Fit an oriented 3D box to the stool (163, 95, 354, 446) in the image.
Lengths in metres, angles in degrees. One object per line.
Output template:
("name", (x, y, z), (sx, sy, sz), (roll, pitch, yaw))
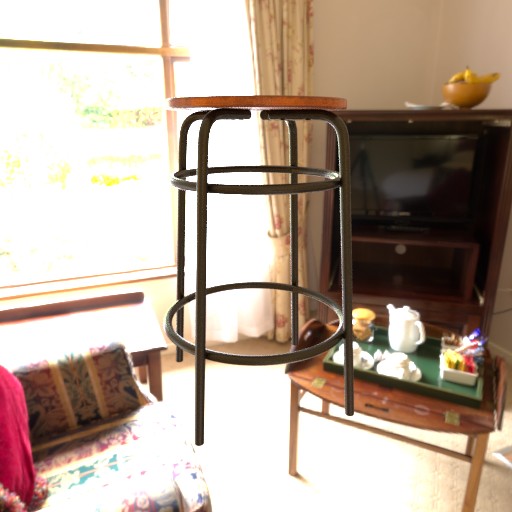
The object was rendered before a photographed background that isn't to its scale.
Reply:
("stool", (0.000, 0.000, 0.918), (0.455, 0.610, 0.455), (9, 19, 27))
